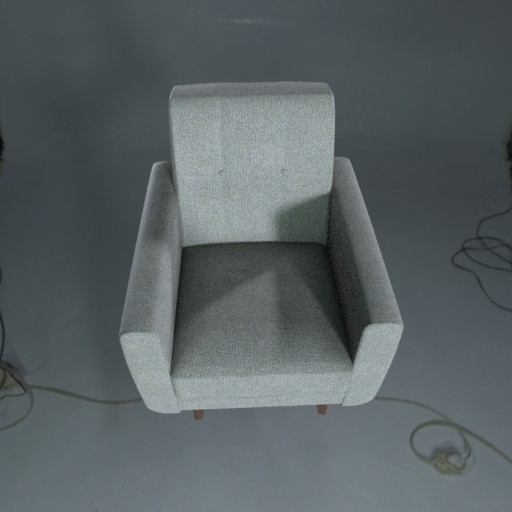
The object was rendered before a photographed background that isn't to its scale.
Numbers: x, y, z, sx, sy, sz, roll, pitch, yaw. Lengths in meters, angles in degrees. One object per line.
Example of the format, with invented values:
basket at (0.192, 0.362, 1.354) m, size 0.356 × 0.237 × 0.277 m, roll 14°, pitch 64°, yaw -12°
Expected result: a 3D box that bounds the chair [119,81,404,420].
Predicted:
chair at (0.000, 0.000, 1.683) m, size 0.845 × 0.968 × 0.942 m, roll -2°, pitch 46°, yaw -2°
